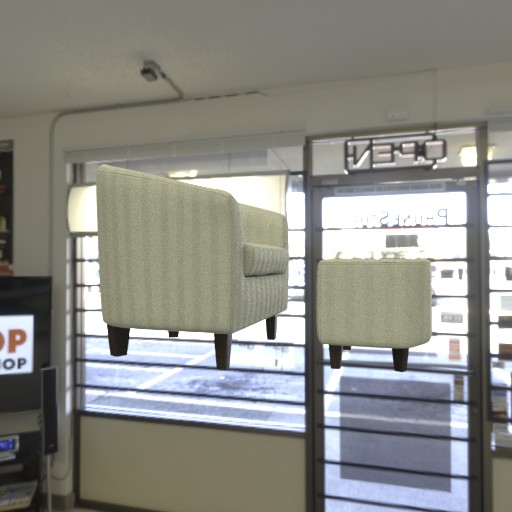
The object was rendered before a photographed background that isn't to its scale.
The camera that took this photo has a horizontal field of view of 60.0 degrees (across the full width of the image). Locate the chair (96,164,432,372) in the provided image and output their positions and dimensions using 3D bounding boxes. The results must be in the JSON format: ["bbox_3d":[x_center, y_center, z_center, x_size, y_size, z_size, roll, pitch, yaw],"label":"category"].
[{"bbox_3d":[0.000,0.000,1.746,1.288,0.757,0.756,0,-1,18],"label":"chair"}]
